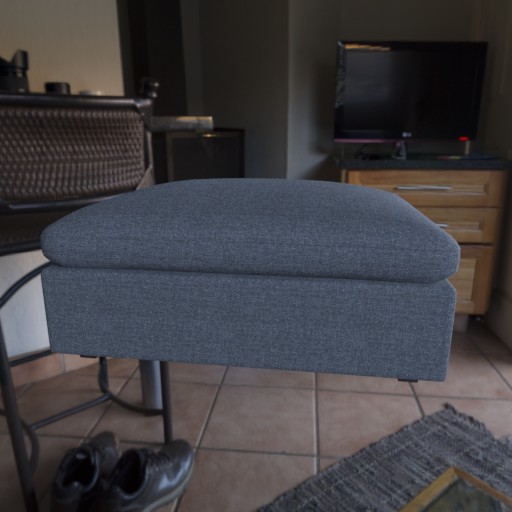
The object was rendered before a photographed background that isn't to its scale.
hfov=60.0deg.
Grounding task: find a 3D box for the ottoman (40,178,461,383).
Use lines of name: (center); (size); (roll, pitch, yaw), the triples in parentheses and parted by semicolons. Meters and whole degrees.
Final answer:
ottoman: (0.000, 0.000, 1.416); (1.041, 0.483, 0.711); (2, 15, 8)
